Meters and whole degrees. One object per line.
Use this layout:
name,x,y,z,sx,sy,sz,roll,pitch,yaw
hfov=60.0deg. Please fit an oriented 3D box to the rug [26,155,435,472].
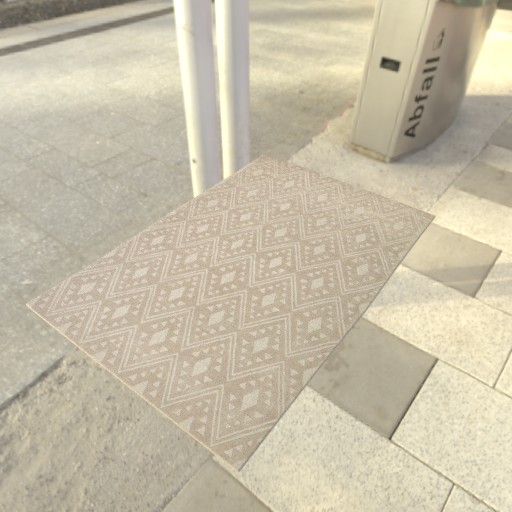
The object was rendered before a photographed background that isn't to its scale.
rug,0.000,0.000,2.294,1.252,0.034,1.829,26,47,27
